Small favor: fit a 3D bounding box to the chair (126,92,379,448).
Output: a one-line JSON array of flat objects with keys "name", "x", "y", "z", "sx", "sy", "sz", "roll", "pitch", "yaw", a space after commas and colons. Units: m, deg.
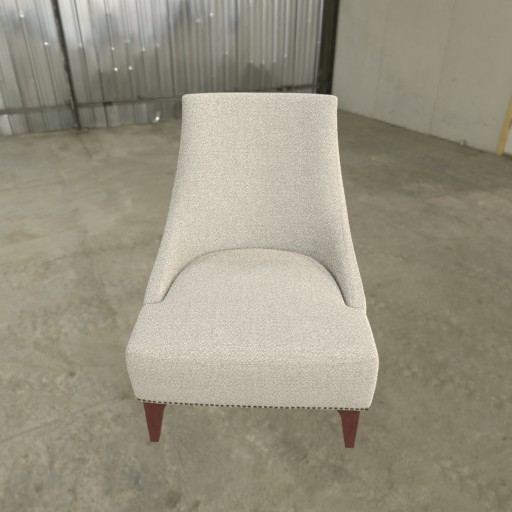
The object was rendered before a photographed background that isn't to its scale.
[{"name": "chair", "x": 0.000, "y": 0.000, "z": 1.486, "sx": 0.701, "sy": 0.909, "sz": 0.861, "roll": 1, "pitch": 30, "yaw": 2}]
